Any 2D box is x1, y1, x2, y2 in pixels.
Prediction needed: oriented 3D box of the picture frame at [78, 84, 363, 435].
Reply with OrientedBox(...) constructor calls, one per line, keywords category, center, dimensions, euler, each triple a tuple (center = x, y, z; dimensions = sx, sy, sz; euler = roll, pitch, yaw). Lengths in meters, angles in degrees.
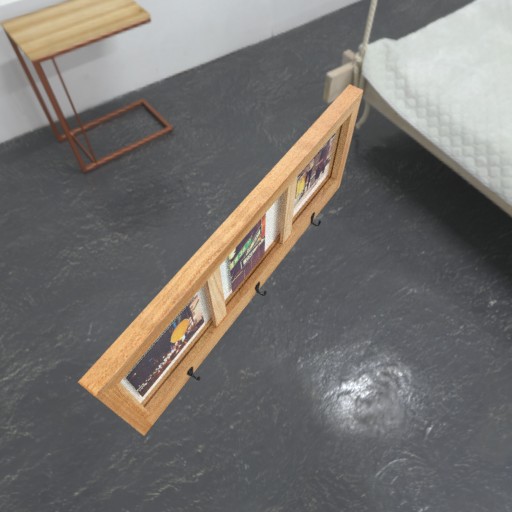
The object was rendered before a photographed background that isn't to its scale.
OrientedBox(category="picture frame", center=(0.000, 0.000, 0.679), dimensions=(0.045, 0.234, 0.582), euler=(31, 64, 17))
